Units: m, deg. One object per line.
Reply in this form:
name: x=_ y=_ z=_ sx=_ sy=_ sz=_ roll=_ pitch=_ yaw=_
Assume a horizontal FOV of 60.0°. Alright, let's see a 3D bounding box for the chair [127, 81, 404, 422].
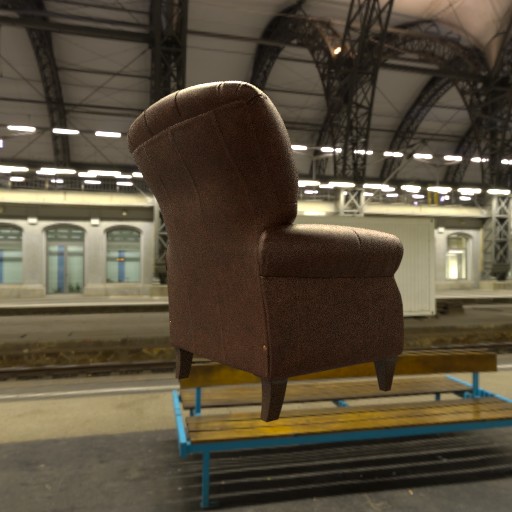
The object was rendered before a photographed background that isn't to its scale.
chair: x=0.000 y=0.000 z=1.959 sx=1.031 sy=1.162 sz=0.979 roll=1 pitch=-1 yaw=-35
